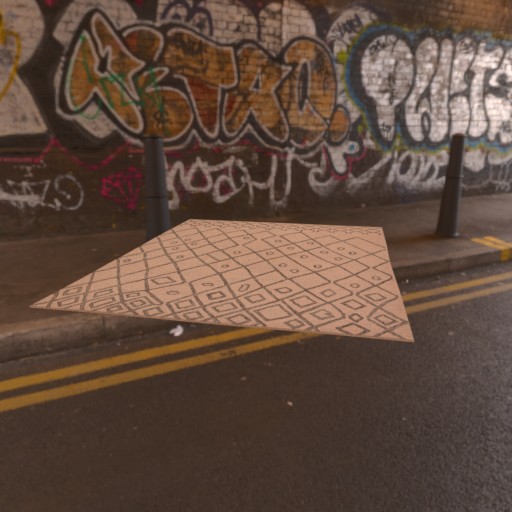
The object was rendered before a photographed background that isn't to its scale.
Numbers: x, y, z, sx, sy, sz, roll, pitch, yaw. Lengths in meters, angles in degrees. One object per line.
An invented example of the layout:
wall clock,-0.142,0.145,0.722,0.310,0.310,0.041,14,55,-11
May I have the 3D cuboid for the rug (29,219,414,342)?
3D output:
rug,0.000,0.000,4.137,2.446,0.015,3.046,3,16,12
